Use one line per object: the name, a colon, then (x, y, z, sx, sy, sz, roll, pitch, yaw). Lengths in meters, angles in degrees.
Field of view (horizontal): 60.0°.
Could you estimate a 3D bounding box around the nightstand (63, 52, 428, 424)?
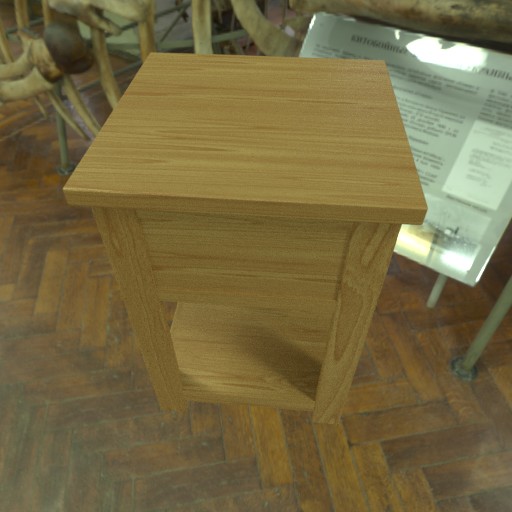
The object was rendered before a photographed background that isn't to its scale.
nightstand: (0.000, 0.000, 0.877, 0.428, 0.614, 0.418, 3, 46, 3)
